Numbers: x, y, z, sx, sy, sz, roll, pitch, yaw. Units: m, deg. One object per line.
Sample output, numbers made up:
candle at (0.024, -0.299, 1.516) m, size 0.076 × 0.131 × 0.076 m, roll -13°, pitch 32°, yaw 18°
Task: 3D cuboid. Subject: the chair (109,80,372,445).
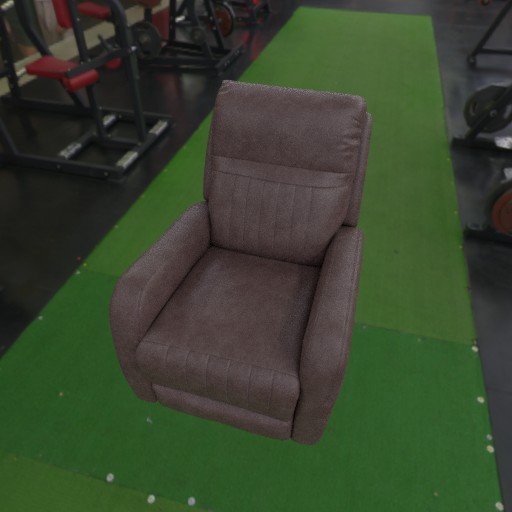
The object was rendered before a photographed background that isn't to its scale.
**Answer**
chair at (0.000, 0.000, 1.798) m, size 0.865 × 1.067 × 1.067 m, roll 11°, pitch 42°, yaw 13°
